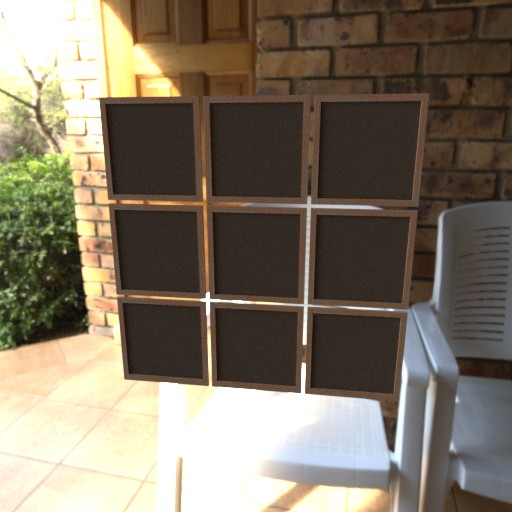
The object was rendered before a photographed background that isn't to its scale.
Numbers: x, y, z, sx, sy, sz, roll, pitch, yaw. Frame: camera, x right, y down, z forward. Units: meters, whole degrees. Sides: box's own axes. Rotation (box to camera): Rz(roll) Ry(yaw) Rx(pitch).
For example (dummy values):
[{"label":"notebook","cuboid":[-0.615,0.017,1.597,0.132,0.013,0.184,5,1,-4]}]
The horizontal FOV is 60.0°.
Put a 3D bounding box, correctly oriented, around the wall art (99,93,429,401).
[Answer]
[{"label":"wall art","cuboid":[0.000,0.000,2.233,1.520,1.525,0.013,2,16,8]}]
